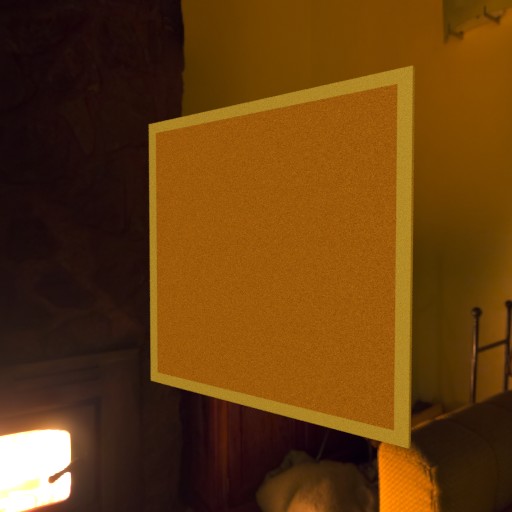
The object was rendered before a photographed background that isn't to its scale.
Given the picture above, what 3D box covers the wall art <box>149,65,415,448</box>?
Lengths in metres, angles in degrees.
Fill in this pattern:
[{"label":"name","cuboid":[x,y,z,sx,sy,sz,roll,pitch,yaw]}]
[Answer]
[{"label":"wall art","cuboid":[0.000,0.000,0.663,0.456,0.457,0.009,1,2,35]}]
